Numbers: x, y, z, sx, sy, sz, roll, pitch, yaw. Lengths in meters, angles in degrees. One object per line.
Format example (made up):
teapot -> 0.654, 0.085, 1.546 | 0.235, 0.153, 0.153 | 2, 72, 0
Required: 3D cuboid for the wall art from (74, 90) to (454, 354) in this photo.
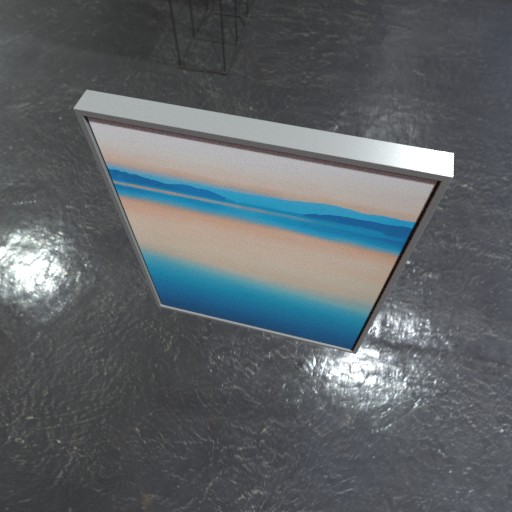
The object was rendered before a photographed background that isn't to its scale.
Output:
wall art -> 0.000, 0.000, 0.756 | 0.453, 0.554, 0.037 | 12, 58, 8
